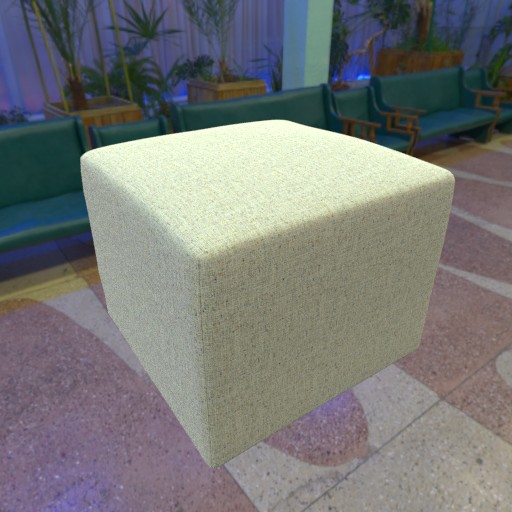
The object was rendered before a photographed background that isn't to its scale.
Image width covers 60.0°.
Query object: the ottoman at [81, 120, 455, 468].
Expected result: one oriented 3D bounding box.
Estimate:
[{"bbox_3d":[0.000,0.000,0.906,0.521,0.453,0.512,-19,35,-29],"label":"ottoman"}]
